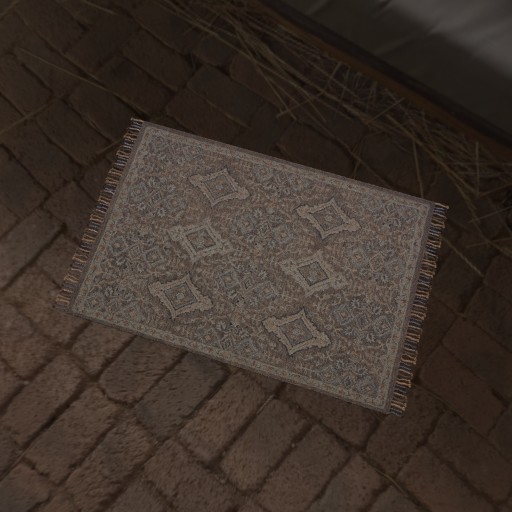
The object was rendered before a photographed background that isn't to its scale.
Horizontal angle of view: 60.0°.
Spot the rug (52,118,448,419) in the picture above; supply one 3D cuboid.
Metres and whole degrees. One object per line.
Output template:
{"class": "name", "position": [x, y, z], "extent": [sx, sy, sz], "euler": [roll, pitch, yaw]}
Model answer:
{"class": "rug", "position": [0.000, 0.000, 3.096], "extent": [2.434, 0.010, 1.516], "euler": [17, 76, 4]}
